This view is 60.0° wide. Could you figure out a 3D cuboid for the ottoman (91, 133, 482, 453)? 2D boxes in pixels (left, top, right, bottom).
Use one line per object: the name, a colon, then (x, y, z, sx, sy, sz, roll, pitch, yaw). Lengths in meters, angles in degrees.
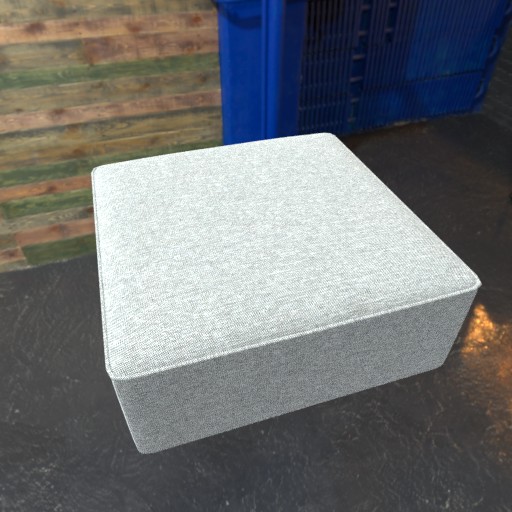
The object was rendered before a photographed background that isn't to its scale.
ottoman: (0.000, 0.000, 1.557, 1.005, 0.455, 1.005, -12, 42, -13)
